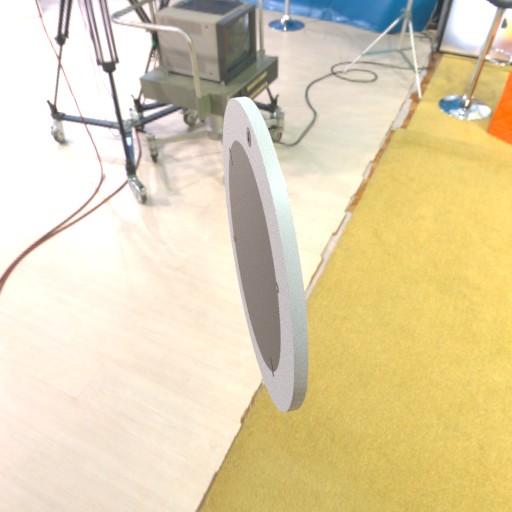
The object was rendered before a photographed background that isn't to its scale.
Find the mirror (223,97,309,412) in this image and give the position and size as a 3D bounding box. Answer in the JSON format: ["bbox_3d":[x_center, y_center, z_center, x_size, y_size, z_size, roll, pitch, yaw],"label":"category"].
[{"bbox_3d":[0.000,0.000,1.351,0.038,0.914,0.914,-9,46,-9],"label":"mirror"}]
